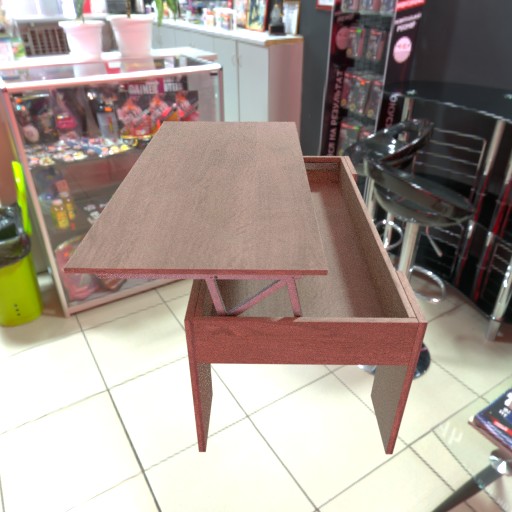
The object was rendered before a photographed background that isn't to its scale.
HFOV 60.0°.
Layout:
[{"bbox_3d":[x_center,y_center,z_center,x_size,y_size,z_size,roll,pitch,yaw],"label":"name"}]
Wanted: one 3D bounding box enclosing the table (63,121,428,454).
[{"bbox_3d":[0.000,0.000,1.402,0.711,0.570,1.000,0,32,1],"label":"table"}]
